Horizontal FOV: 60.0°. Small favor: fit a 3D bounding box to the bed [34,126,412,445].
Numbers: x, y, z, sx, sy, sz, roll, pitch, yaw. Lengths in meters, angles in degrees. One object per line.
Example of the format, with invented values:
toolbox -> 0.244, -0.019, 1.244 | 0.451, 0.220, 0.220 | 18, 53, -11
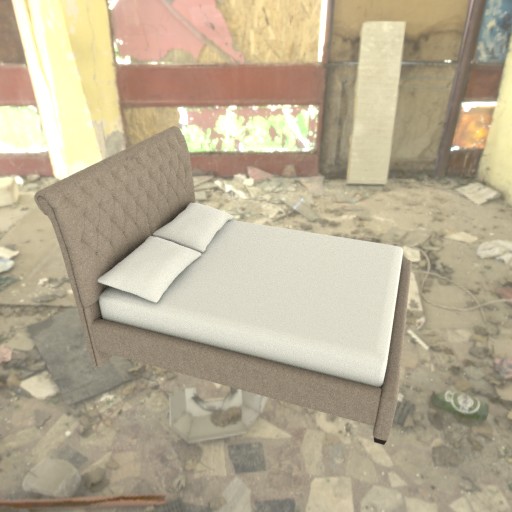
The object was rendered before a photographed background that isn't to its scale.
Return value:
bed -> 0.000, 0.000, 3.314 | 2.252, 1.371, 1.645 | 10, 32, 17
